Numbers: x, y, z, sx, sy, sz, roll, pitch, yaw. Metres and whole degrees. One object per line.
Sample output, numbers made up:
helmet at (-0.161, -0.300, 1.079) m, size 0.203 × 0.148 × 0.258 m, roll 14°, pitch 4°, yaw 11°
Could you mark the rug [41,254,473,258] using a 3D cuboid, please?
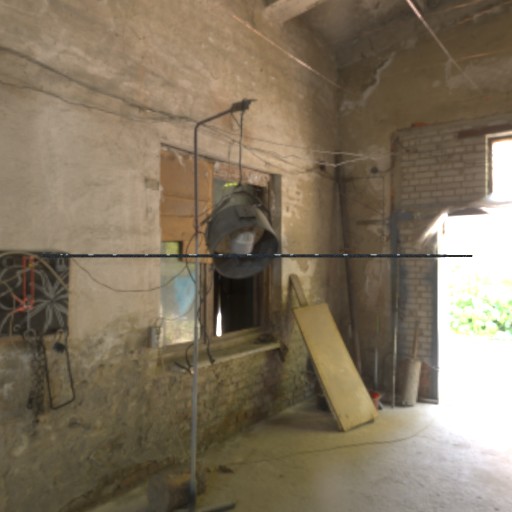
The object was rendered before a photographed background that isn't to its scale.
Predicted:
rug at (0.000, 0.000, 3.998) m, size 2.439 × 0.022 × 3.047 m, roll 0°, pitch 0°, yaw -1°
